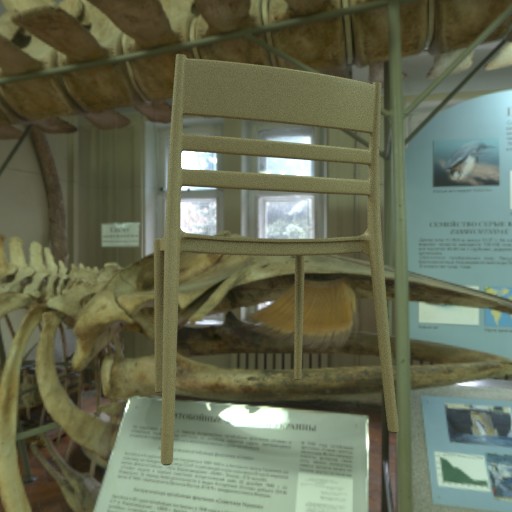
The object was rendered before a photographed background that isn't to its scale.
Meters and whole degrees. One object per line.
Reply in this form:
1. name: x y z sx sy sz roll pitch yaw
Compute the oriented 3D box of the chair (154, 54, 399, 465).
1. chair: 0.000 0.000 1.149 0.531 0.800 0.511 0 0 -18
